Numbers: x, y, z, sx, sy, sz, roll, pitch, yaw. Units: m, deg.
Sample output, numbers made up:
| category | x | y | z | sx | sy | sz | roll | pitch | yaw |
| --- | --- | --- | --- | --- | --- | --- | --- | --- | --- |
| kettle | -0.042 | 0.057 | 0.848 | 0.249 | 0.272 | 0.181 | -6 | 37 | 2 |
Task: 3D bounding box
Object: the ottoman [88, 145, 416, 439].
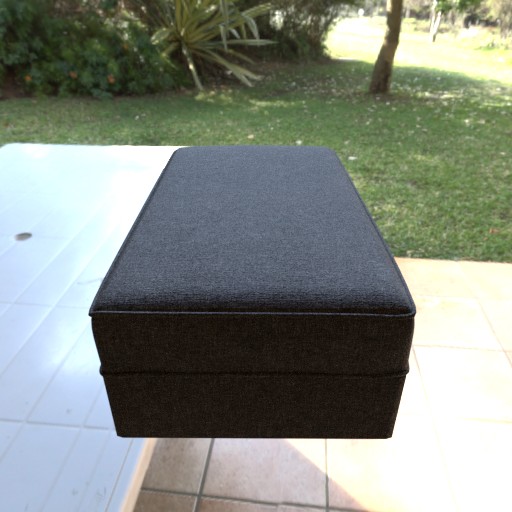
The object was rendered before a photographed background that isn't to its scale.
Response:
| category | x | y | z | sx | sy | sz | roll | pitch | yaw |
| --- | --- | --- | --- | --- | --- | --- | --- | --- | --- |
| ottoman | 0.000 | 0.000 | 1.499 | 0.717 | 0.487 | 1.184 | 0 | 30 | 0 |
